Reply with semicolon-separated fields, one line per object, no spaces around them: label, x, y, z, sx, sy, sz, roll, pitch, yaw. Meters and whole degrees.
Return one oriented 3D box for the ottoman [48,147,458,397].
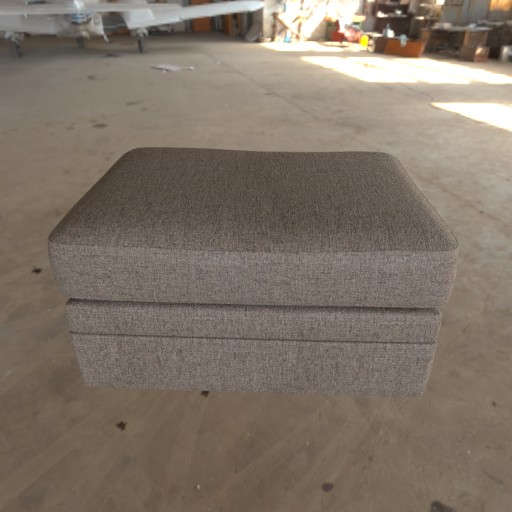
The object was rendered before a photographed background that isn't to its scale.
ottoman;0.000;0.000;1.244;0.885;0.478;0.637;1;31;2
